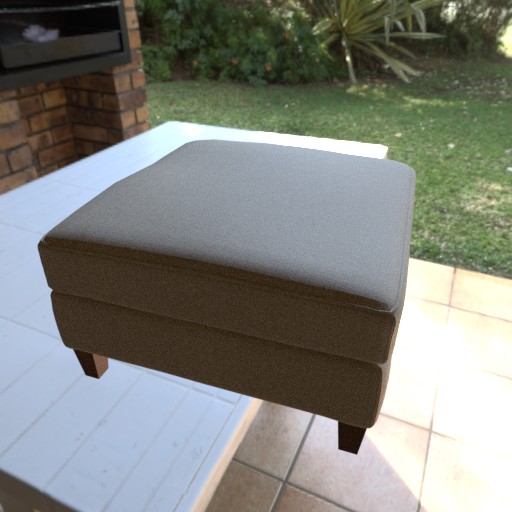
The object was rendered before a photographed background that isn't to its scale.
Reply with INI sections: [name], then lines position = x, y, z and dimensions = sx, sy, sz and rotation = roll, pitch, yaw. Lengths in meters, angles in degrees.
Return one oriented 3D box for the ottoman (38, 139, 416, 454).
[ottoman]
position = 0.000, 0.000, 1.330
dimensions = 0.838, 0.503, 0.838
rotation = 10, 33, 16
